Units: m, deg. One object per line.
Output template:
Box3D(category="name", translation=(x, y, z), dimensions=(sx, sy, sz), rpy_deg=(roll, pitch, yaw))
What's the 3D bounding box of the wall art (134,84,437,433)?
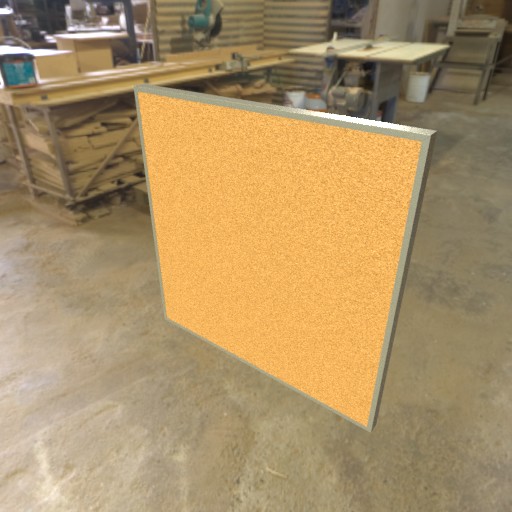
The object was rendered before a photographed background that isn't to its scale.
Box3D(category="wall art", translation=(0.000, 0.000, 1.217), dimensions=(0.809, 0.807, 0.038), rpy_deg=(21, 37, 31))
